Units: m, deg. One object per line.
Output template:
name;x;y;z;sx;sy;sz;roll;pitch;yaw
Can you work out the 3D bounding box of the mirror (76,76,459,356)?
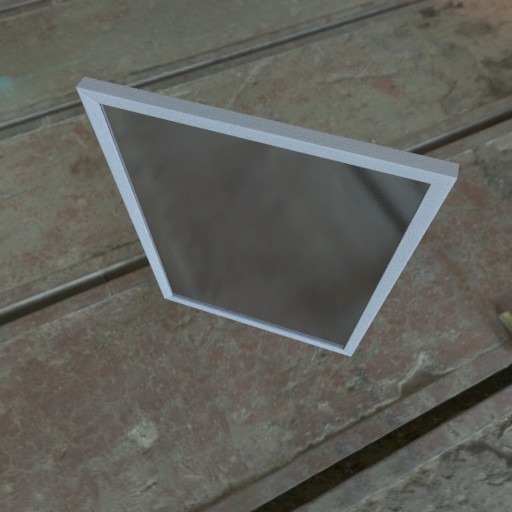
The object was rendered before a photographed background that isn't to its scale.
mirror;0.000;0.000;1.291;0.762;1.016;0.040;16;61;9
